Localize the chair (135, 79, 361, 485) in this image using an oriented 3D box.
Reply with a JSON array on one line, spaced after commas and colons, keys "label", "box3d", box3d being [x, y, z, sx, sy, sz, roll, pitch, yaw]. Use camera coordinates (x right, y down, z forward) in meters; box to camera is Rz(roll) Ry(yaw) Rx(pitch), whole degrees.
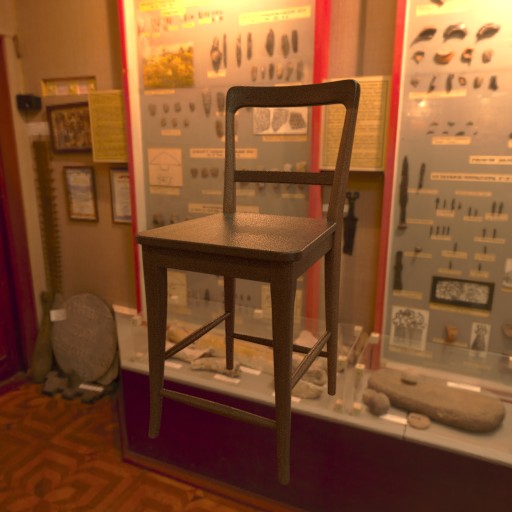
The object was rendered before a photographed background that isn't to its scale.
[{"label": "chair", "box3d": [0.000, 0.000, 1.282, 0.450, 0.991, 0.546, 7, 16, 25]}]
